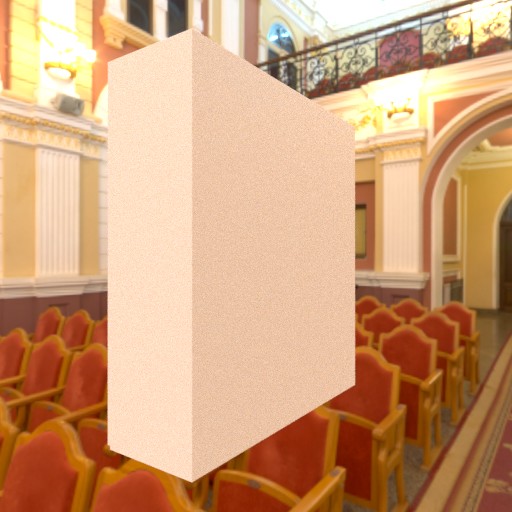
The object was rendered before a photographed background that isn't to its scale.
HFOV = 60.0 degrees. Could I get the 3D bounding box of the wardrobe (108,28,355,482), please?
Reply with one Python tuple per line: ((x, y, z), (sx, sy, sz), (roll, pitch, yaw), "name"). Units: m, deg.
((0.000, 0.000, 2.886), (0.600, 2.020, 1.830), (0, 0, 35), "wardrobe")
